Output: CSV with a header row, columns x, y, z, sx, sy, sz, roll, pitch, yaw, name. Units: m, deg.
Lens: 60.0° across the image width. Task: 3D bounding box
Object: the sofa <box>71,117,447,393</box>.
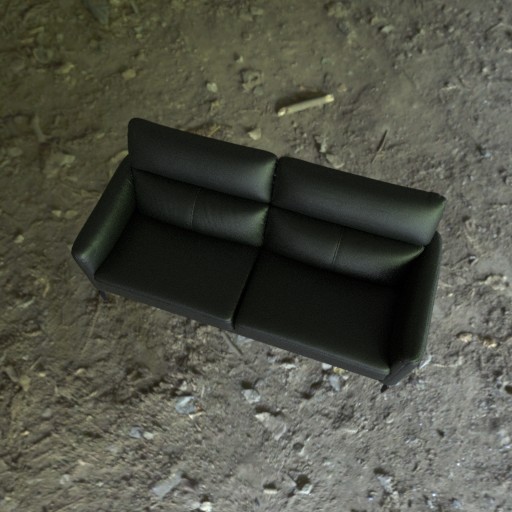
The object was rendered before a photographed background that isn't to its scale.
x,y,z,sx,sy,sz,roll,pitch,yaw,name
0.000,0.000,2.663,2.069,0.957,0.856,16,61,10,sofa
